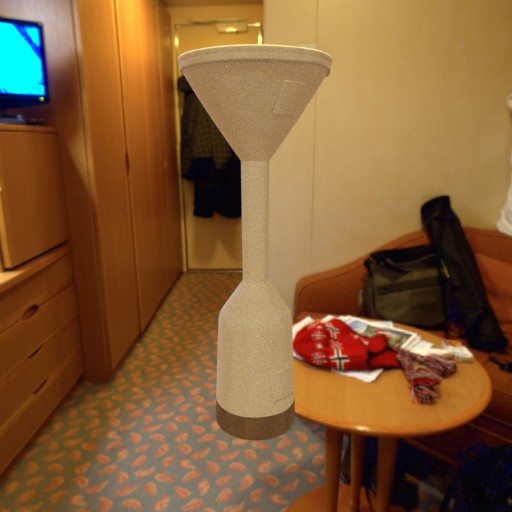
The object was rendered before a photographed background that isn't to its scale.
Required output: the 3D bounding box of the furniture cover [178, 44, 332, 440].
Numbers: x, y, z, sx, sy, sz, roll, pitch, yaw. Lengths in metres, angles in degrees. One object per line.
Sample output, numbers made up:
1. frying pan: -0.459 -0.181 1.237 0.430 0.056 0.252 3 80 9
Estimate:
1. furniture cover: 0.000 0.000 2.940 0.914 2.413 0.914 14 20 43
